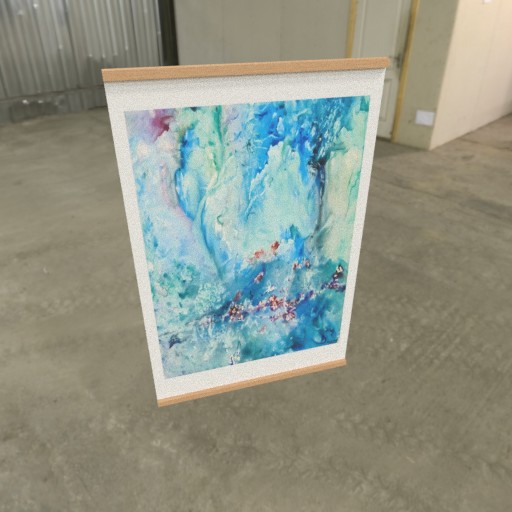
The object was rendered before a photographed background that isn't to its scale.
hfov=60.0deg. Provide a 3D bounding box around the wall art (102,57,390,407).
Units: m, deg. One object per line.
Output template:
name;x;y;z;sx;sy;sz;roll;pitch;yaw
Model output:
wall art;0.000;0.000;0.759;0.401;0.611;0.016;-9;32;-14
